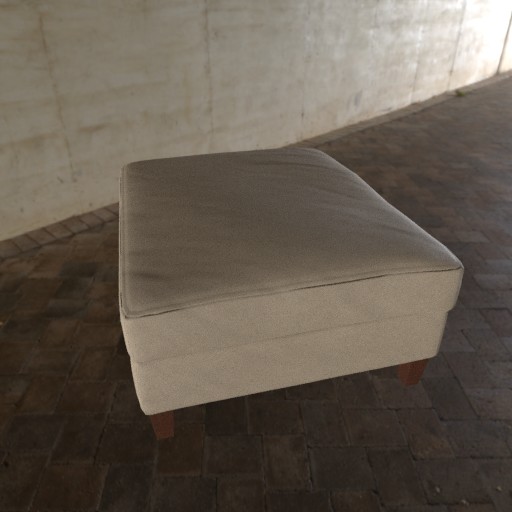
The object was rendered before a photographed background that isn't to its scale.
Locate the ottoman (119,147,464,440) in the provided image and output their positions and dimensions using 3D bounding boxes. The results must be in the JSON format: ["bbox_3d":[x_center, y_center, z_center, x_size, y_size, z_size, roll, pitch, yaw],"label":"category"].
[{"bbox_3d":[0.000,0.000,1.489,0.836,0.492,1.002,-8,31,-13],"label":"ottoman"}]
